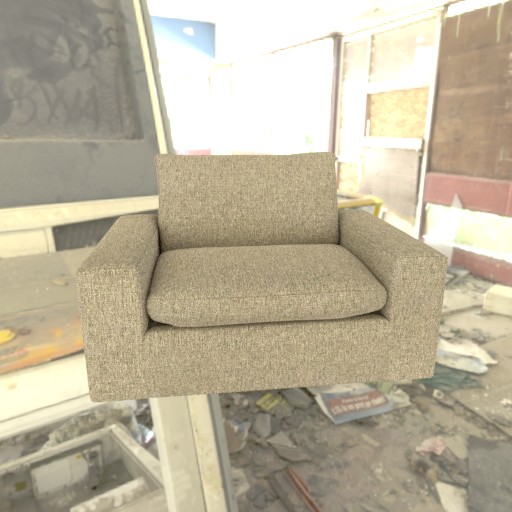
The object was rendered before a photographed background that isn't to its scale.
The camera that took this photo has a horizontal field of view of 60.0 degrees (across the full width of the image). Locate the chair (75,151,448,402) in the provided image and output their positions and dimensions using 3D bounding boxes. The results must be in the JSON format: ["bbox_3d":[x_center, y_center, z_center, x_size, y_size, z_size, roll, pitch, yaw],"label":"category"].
[{"bbox_3d":[0.000,0.000,2.086,1.398,0.915,1.039,-2,16,-7],"label":"chair"}]
